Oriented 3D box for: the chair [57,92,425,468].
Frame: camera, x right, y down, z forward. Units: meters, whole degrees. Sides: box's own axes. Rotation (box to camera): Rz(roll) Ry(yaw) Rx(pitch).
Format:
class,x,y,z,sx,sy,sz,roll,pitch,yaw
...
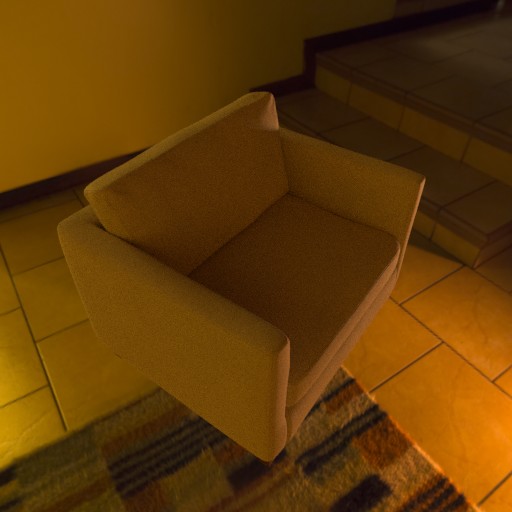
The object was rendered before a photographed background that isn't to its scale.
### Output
class,x,y,z,sx,sy,sz,roll,pitch,yaw
chair,0.000,0.000,1.811,0.959,0.961,1.107,26,48,26
